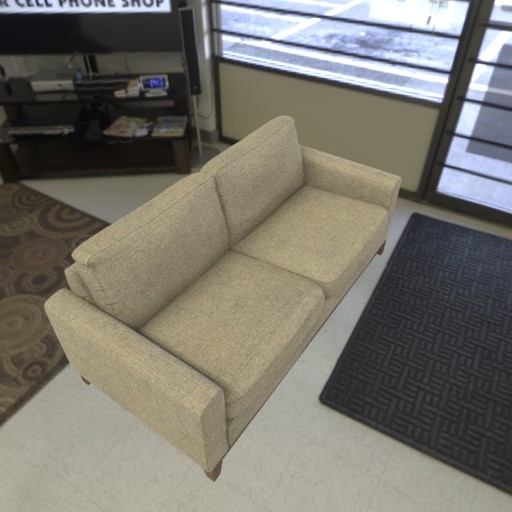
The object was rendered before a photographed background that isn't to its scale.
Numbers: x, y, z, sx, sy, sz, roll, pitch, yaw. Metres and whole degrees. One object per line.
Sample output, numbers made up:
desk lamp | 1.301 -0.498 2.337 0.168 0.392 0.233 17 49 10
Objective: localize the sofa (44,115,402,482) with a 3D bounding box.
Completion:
sofa | 0.000 0.000 2.488 0.969 0.892 1.978 25 47 25
